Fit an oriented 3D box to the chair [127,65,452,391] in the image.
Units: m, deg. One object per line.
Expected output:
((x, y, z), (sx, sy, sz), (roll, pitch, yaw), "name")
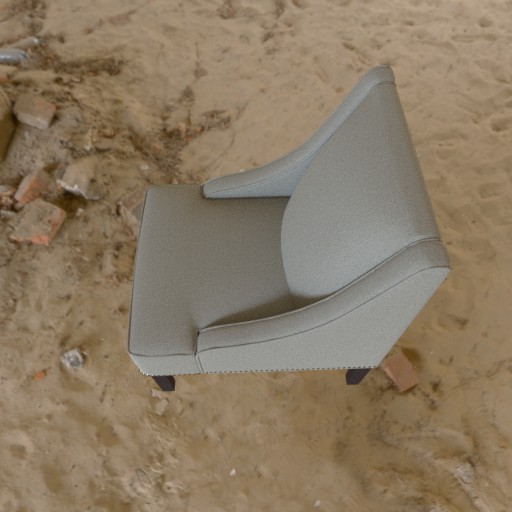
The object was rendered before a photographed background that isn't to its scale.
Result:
((0.000, 0.000, 1.338), (0.737, 0.864, 0.610), (-2, 59, -1), "chair")
